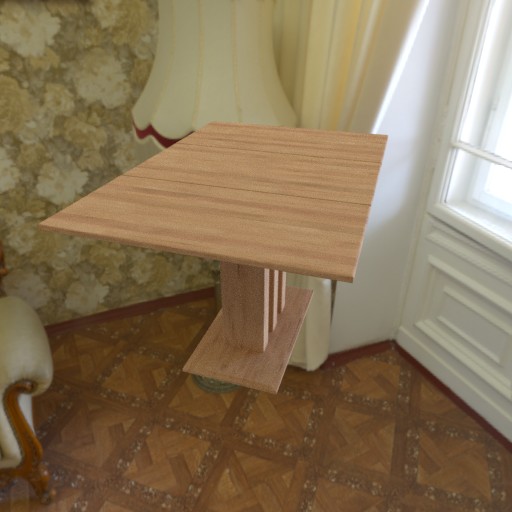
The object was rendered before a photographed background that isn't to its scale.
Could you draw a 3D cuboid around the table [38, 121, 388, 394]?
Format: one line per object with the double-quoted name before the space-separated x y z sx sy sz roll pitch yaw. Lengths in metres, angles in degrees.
"table" 0.000 0.000 1.880 0.900 0.770 1.300 9 31 15
